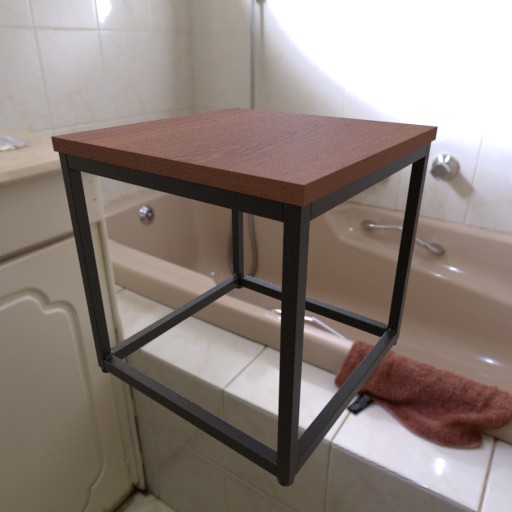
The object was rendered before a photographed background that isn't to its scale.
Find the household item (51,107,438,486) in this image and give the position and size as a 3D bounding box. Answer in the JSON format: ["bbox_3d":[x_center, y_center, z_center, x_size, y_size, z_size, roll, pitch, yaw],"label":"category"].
[{"bbox_3d":[0.000,0.000,0.728,0.400,0.400,0.400,17,30,32],"label":"household item"}]
